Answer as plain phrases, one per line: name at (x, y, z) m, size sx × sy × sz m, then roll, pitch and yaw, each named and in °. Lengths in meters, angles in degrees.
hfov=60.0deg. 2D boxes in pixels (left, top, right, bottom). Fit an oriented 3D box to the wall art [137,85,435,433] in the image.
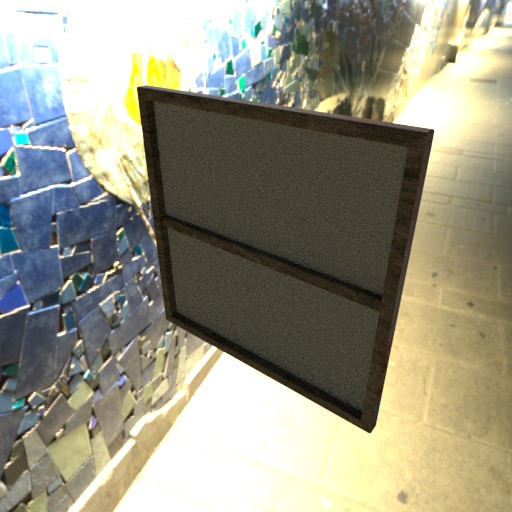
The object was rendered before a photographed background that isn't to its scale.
wall art at (0.000, 0.000, 1.126) m, size 0.747 × 0.747 × 0.035 m, roll 21°, pitch 36°, yaw 32°
